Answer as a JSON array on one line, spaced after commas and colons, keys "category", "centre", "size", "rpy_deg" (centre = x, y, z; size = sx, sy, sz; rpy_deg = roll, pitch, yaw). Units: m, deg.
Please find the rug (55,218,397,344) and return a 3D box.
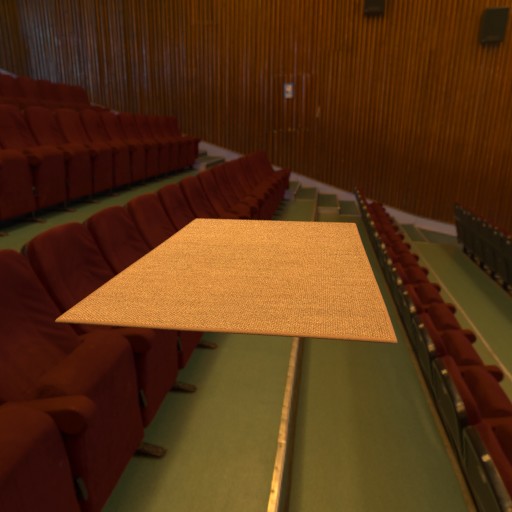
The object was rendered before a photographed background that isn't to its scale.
[{"category": "rug", "centre": [0.000, 0.000, 2.127], "size": [1.061, 0.012, 1.668], "rpy_deg": [2, 16, 8]}]
